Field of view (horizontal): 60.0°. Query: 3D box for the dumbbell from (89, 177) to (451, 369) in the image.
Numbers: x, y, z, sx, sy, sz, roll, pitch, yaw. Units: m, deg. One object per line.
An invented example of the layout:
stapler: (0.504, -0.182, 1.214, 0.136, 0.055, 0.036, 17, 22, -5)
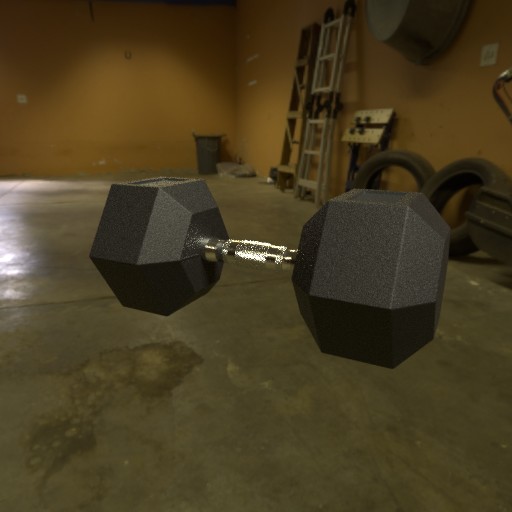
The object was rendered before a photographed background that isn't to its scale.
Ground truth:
dumbbell: (0.000, 0.000, 0.490, 0.384, 0.150, 0.173, 8, 18, 26)
